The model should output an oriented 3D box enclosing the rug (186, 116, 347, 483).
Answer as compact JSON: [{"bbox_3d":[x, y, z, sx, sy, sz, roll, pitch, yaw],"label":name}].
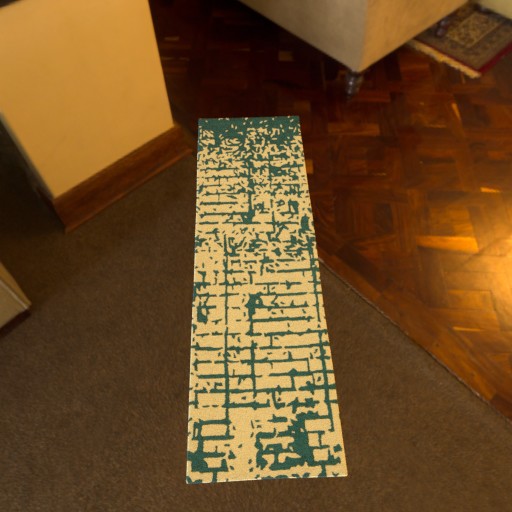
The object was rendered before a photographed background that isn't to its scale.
[{"bbox_3d":[0.000,0.000,2.690,0.750,0.011,2.435,-2,59,-1],"label":"rug"}]
